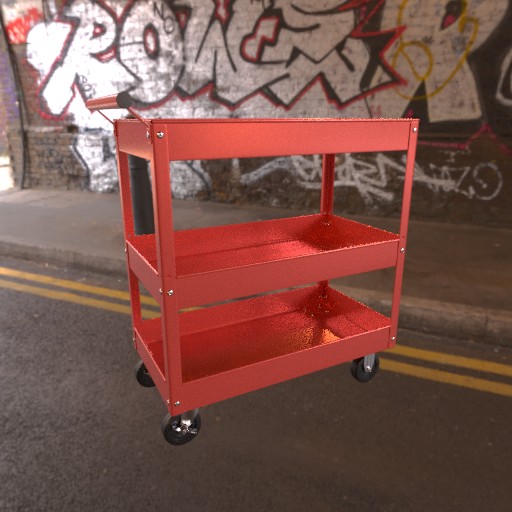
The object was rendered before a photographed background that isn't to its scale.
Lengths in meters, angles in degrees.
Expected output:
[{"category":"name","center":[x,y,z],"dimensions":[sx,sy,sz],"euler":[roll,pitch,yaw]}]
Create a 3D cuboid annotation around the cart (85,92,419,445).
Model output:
[{"category":"cart","center":[0.000,0.000,1.166],"dimensions":[0.719,0.780,0.366],"euler":[-9,20,-26]}]
